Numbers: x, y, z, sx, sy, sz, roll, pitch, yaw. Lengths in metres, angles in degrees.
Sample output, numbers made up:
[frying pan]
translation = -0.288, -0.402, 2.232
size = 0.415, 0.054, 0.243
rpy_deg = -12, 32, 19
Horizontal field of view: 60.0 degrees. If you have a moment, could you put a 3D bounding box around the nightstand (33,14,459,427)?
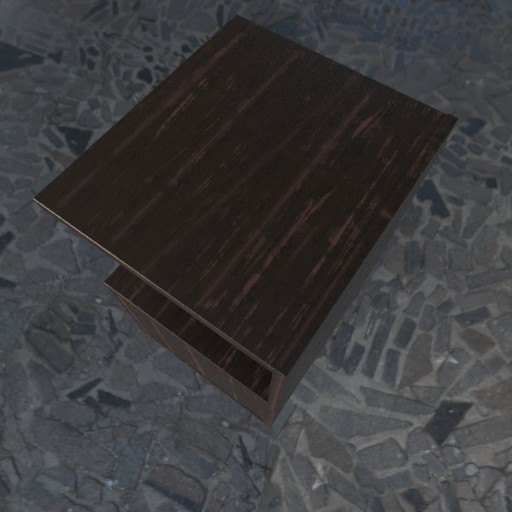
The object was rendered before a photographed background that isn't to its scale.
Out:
[nightstand]
translation = 0.000, 0.000, 0.793
size = 0.356, 0.559, 0.400
rpy_deg = 33, 68, 15
